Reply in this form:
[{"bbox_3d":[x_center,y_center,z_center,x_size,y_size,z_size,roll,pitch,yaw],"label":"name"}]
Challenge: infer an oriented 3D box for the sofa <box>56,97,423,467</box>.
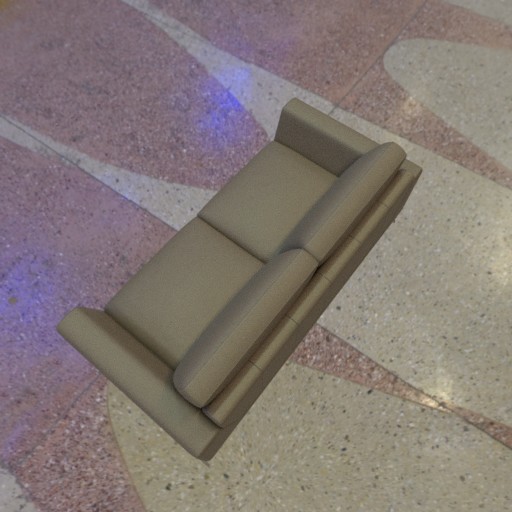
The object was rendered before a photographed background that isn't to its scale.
[{"bbox_3d":[0.000,0.000,2.539,0.953,0.875,2.017,35,68,17],"label":"sofa"}]
